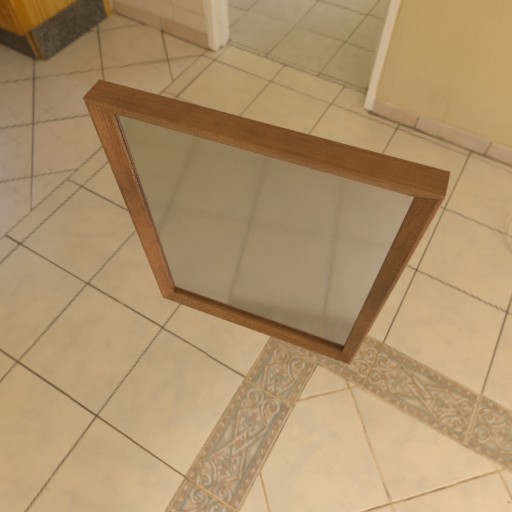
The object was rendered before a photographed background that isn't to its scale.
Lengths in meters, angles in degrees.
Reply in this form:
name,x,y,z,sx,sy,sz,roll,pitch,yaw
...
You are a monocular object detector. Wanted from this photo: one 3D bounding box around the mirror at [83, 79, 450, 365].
name,x,y,z,sx,sy,sz,roll,pitch,yaw
mirror,0.000,0.000,0.690,0.406,0.509,0.041,18,60,11
